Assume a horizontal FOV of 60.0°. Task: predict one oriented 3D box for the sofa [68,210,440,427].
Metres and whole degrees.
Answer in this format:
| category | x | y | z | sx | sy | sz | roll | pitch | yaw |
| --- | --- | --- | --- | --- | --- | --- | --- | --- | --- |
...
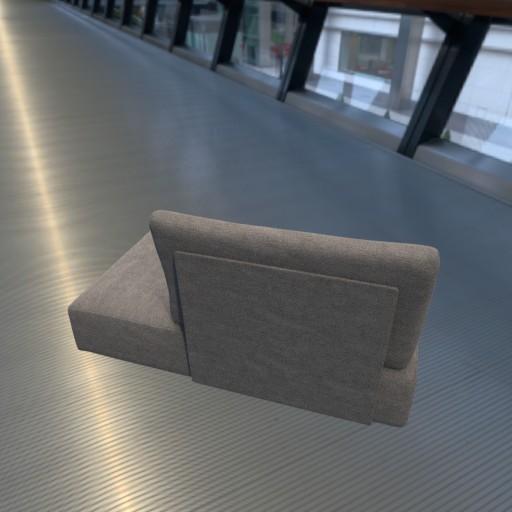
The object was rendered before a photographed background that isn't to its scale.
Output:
| category | x | y | z | sx | sy | sz | roll | pitch | yaw |
| --- | --- | --- | --- | --- | --- | --- | --- | --- | --- |
| sofa | 0.000 | 0.000 | 1.994 | 1.450 | 0.820 | 1.002 | 9 | 33 | 15 |
